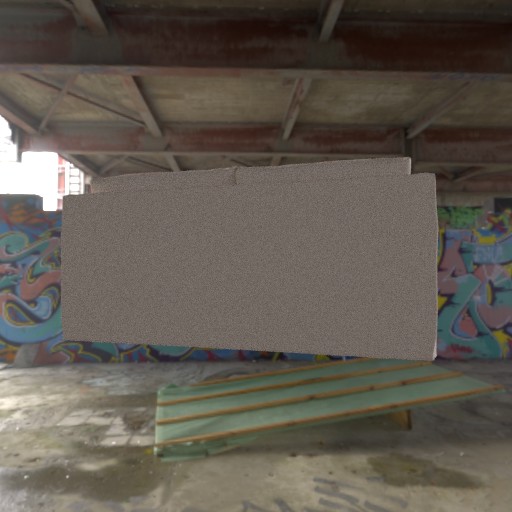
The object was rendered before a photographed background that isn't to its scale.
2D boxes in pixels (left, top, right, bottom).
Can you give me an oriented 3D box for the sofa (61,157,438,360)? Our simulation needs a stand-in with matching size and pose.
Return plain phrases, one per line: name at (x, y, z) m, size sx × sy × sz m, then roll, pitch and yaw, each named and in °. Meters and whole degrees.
sofa at (0.000, 0.000, 2.359) m, size 1.746 × 0.834 × 0.962 m, roll -1°, pitch -2°, yaw 17°
